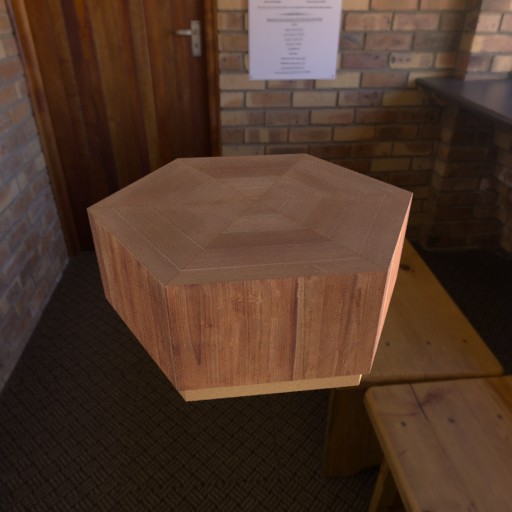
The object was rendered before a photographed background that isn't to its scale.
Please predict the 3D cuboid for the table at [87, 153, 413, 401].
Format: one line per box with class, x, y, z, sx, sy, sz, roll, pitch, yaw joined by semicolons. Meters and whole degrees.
table;0.000;0.000;1.675;1.000;0.456;1.154;-21;36;-31
